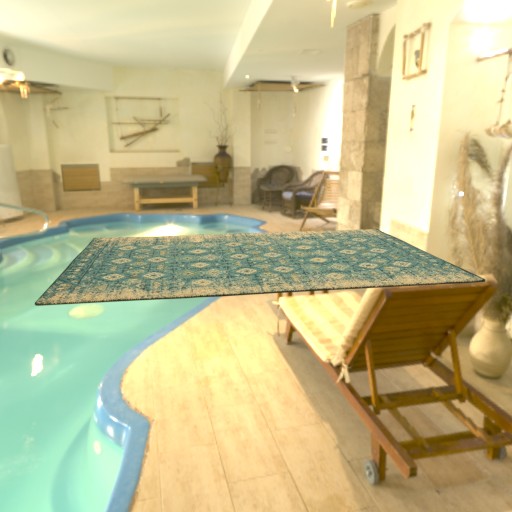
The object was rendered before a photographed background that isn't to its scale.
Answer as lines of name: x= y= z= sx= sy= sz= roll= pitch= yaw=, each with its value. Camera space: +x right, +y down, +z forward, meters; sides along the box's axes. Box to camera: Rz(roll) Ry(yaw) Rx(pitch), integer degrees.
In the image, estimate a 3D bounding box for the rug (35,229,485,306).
rug: x=0.000 y=0.000 z=3.077 sx=2.449 sy=0.015 sz=1.530 roll=-2 pitch=15 yaw=-9
